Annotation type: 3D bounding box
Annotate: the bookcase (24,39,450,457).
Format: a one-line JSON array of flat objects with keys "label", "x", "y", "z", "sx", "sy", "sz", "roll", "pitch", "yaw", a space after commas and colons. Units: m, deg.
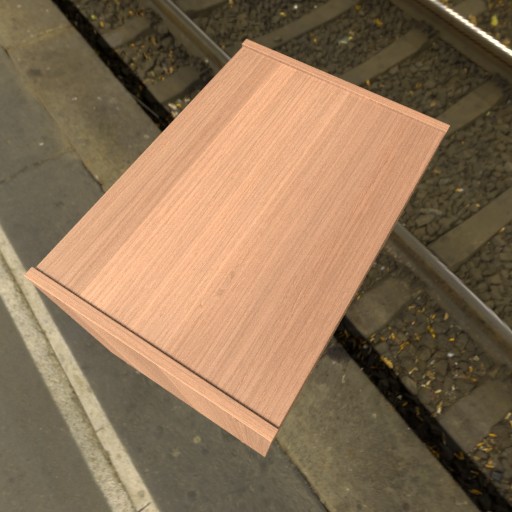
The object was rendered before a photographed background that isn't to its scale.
[{"label": "bookcase", "x": 0.000, "y": 0.000, "z": 0.624, "sx": 0.290, "sy": 0.305, "sz": 0.415, "roll": 29, "pitch": 67, "yaw": 14}]
